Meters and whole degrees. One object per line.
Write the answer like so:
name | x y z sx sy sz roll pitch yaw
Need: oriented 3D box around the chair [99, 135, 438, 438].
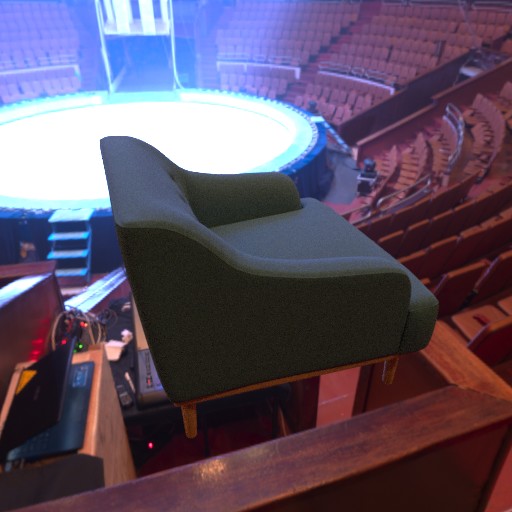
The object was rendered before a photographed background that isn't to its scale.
chair | 0.000 0.000 1.637 0.951 0.818 0.946 -10 32 -17
